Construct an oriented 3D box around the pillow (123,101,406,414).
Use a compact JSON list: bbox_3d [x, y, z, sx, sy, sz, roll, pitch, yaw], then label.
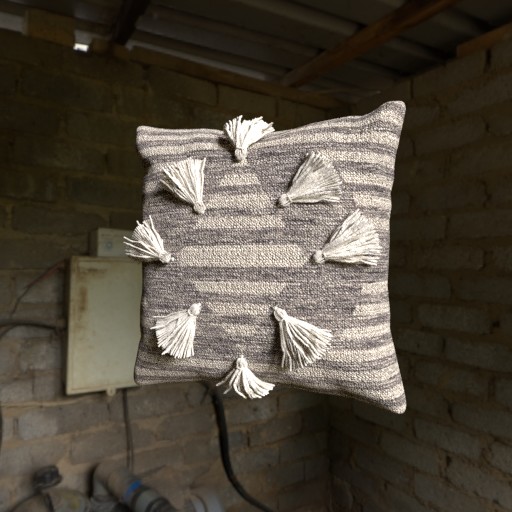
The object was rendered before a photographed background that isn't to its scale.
[{"bbox_3d":[0.000,0.000,0.755,0.484,0.490,0.234,0,0,18],"label":"pillow"}]
